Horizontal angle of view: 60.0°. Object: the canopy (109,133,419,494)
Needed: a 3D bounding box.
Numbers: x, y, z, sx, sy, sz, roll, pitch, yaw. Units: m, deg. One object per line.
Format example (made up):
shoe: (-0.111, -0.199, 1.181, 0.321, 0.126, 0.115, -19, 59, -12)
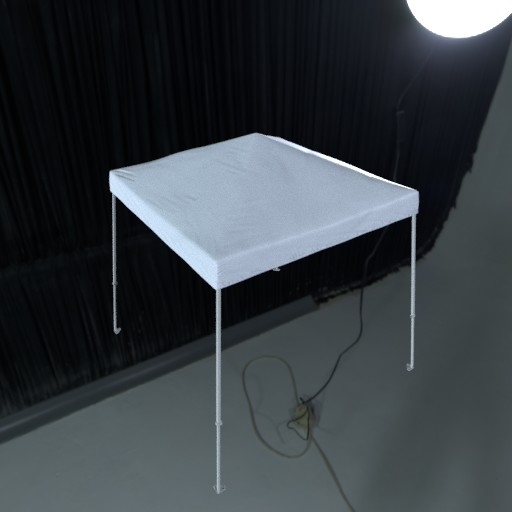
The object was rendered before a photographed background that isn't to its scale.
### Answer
canopy: (0.000, 0.000, 6.495, 3.599, 3.600, 3.600, -20, 36, -29)
